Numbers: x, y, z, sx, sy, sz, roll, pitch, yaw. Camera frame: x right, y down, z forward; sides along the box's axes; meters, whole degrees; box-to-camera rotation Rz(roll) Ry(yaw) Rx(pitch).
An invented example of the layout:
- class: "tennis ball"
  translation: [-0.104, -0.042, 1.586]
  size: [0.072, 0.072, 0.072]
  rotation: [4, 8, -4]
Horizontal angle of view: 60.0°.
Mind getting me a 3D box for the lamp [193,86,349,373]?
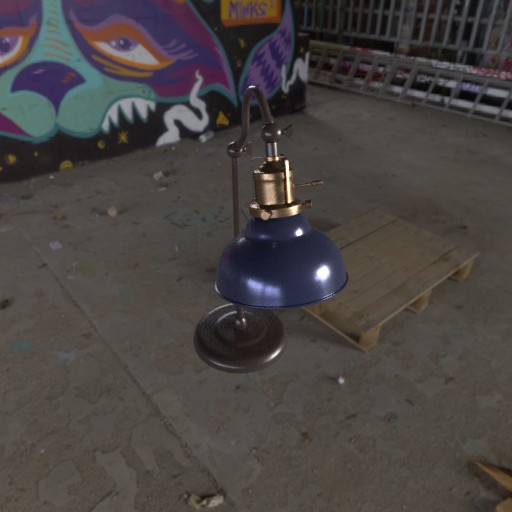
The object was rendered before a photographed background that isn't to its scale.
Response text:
- class: "lamp"
  translation: [0.000, 0.000, 0.697]
  size: [0.192, 0.508, 0.374]
  rotation: [-11, 35, -17]
